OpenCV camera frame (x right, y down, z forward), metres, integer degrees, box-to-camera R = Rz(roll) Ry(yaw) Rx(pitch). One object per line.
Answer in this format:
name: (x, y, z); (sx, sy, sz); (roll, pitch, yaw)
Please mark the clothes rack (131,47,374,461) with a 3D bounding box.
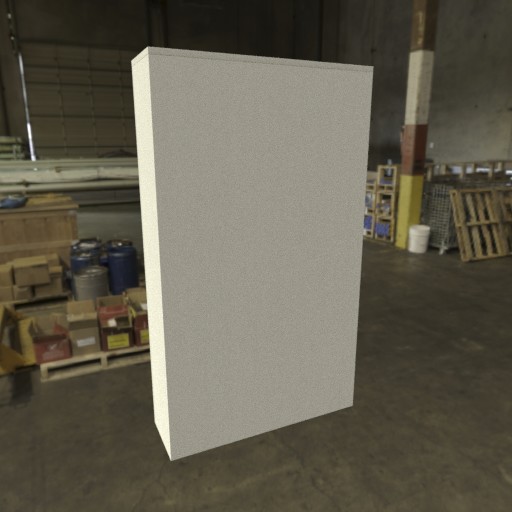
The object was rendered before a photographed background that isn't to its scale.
clothes rack: (0.000, 0.000, 1.592); (0.750, 1.280, 0.250); (-7, 16, -25)
